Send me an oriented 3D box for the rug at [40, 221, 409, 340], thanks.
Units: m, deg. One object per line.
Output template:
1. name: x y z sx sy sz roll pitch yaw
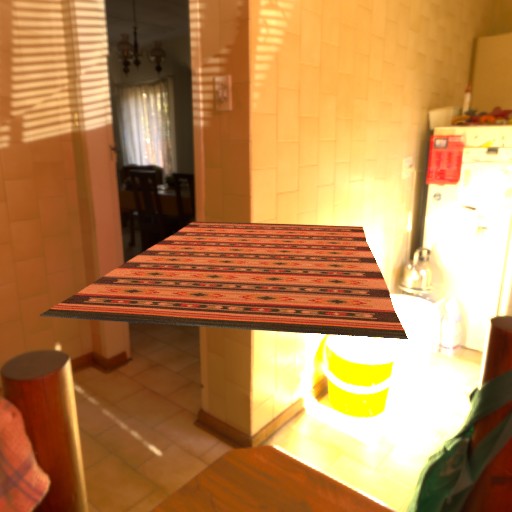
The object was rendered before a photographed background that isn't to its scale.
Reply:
1. rug: 0.000 0.000 2.299 1.221 0.009 1.825 2 15 9
